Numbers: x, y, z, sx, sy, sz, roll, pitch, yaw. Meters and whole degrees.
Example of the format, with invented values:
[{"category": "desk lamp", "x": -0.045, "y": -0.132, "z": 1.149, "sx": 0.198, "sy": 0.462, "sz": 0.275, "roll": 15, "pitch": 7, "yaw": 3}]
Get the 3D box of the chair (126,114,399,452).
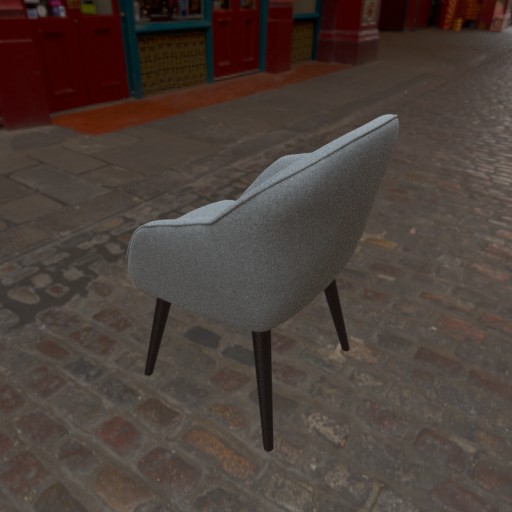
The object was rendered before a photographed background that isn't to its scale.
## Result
[{"category": "chair", "x": 0.000, "y": 0.000, "z": 1.224, "sx": 0.611, "sy": 0.810, "sz": 0.589, "roll": 20, "pitch": 37, "yaw": 30}]
